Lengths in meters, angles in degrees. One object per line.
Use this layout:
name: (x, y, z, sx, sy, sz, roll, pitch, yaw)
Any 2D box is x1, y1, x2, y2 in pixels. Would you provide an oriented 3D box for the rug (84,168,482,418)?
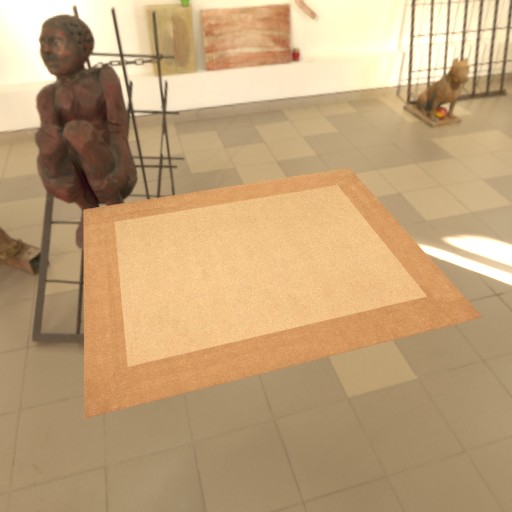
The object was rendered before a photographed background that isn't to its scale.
rug: (0.000, 0.000, 4.088, 3.048, 0.014, 2.438, -11, 42, -12)
